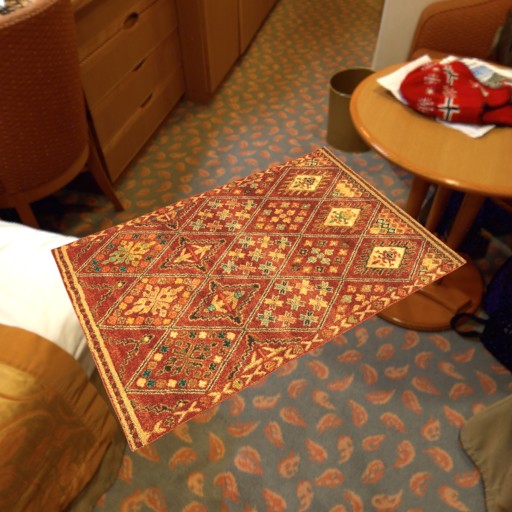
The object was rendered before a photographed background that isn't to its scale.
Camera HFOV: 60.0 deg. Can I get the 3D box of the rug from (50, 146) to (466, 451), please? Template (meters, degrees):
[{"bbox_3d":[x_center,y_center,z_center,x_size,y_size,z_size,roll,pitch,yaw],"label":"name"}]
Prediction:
[{"bbox_3d":[0.000,0.000,2.904,2.286,0.026,1.521,-24,52,-21],"label":"rug"}]
